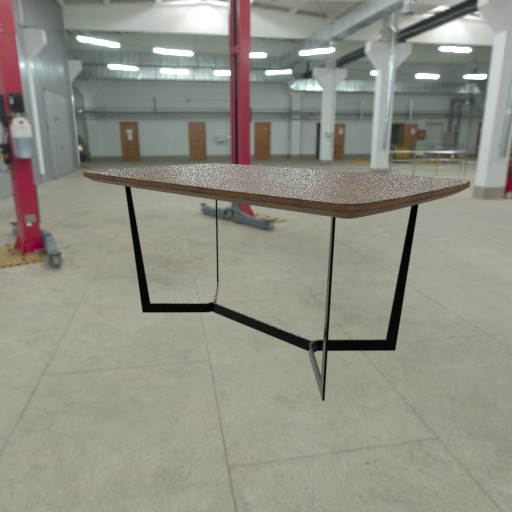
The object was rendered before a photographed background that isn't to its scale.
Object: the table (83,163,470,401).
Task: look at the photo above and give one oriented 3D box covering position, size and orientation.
[{"bbox_3d":[0.000,0.000,2.128,1.643,0.765,0.949,14,21,42],"label":"table"}]
